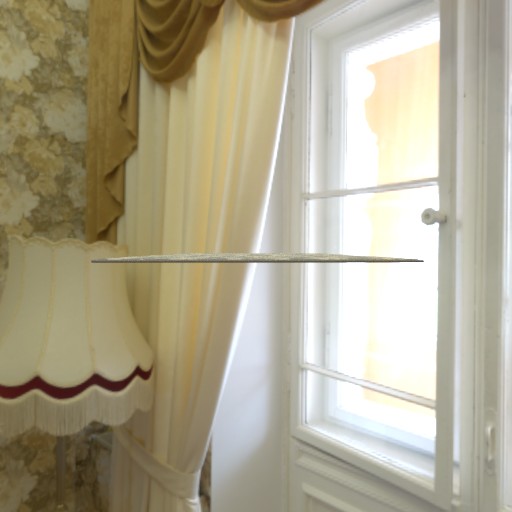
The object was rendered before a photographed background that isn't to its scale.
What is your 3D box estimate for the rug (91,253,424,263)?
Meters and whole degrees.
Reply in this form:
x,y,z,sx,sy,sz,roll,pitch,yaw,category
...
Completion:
x,y,z,sx,sy,sz,roll,pitch,yaw,category
0.000,0.000,1.409,0.604,0.007,1.219,0,1,0,rug
